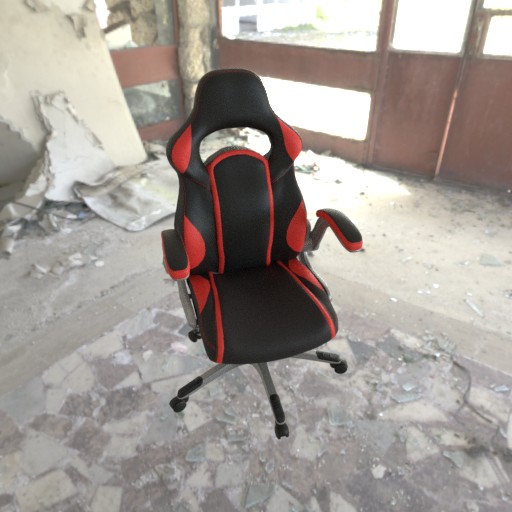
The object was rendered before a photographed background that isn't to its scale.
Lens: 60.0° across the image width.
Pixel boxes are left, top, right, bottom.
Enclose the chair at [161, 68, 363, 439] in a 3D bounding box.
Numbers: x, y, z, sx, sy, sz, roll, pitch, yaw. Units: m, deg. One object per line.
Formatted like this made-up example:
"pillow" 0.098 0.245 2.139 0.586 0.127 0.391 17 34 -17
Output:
"chair" 0.000 0.000 1.594 0.758 1.165 0.712 -9 33 -14
